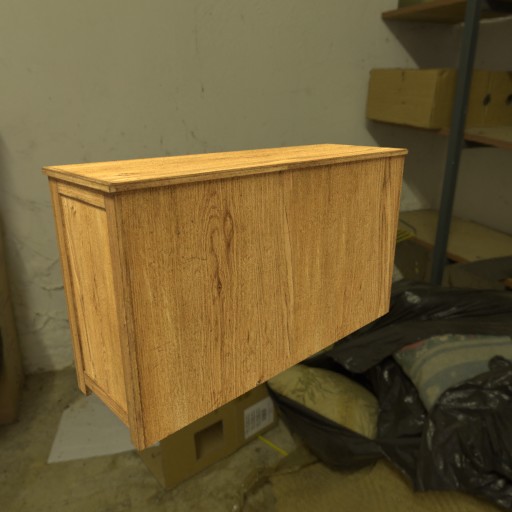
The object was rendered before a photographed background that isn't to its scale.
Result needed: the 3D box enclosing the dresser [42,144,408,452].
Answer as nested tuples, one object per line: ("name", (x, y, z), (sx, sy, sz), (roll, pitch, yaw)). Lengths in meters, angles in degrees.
("dresser", (0.000, 0.000, 2.110), (1.657, 0.932, 0.563), (-17, 24, -41))
